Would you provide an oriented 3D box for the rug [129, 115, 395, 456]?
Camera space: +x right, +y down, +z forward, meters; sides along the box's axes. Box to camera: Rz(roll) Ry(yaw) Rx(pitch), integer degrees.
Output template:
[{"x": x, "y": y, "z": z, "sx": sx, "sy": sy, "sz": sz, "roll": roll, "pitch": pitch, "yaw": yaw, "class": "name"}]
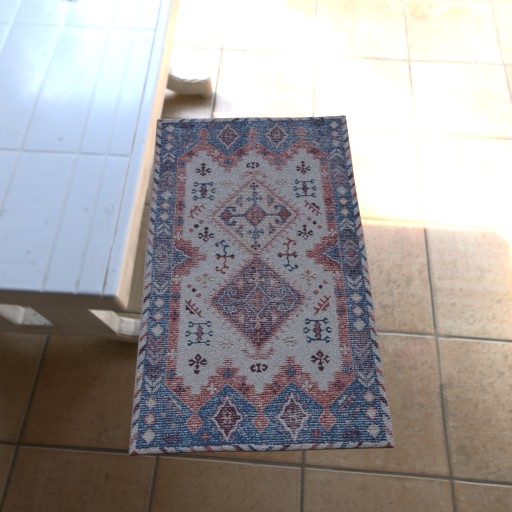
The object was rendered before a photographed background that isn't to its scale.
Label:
[{"x": 0.000, "y": 0.000, "z": 3.042, "sx": 1.521, "sy": 0.023, "sz": 2.464, "roll": -1, "pitch": 65, "yaw": -1, "class": "rug"}]
